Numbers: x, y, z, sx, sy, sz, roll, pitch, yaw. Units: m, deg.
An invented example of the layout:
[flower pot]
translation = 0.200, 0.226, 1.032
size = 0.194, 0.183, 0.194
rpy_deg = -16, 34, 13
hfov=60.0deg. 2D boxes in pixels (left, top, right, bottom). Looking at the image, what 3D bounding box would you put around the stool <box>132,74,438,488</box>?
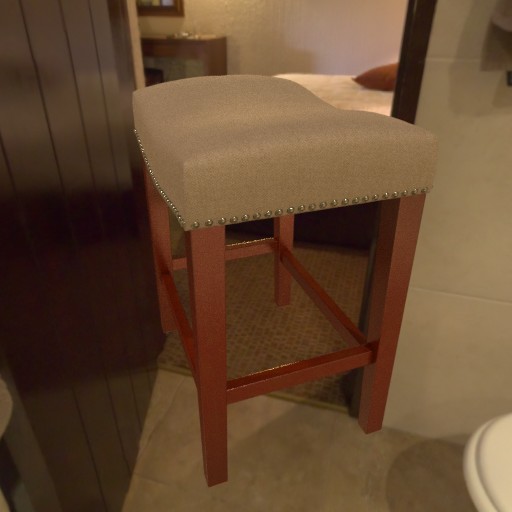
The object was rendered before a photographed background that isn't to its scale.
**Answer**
[stool]
translation = 0.000, 0.000, 0.901
size = 0.375, 0.632, 0.509
rpy_deg = -10, 32, -17
